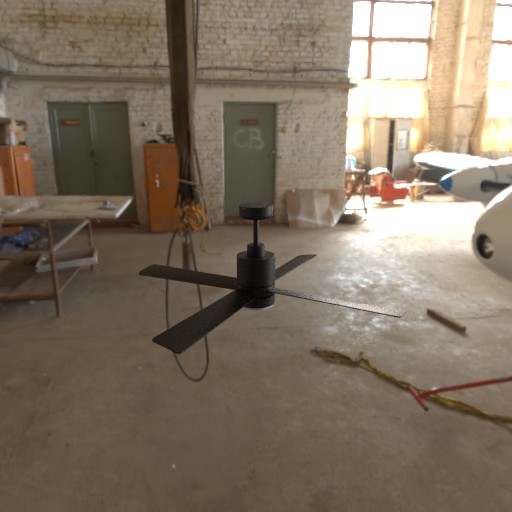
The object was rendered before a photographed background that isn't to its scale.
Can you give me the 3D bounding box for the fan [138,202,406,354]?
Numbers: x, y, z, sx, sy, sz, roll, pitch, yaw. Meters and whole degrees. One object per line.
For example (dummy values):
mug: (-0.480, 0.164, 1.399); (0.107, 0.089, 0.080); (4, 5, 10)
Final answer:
fan: (0.000, 0.000, 2.311); (1.525, 0.534, 1.525); (8, 17, 27)
